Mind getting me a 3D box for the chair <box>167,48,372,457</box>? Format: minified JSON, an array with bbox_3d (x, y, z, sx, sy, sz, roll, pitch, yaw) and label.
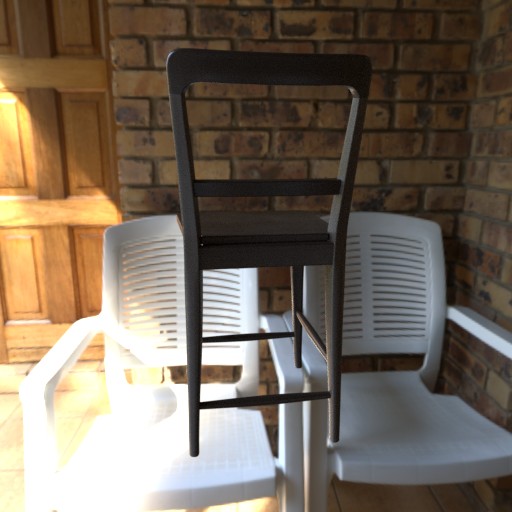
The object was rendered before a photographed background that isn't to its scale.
[{"bbox_3d":[0.000,0.000,1.270,0.450,0.991,0.546,-2,13,-9],"label":"chair"}]
